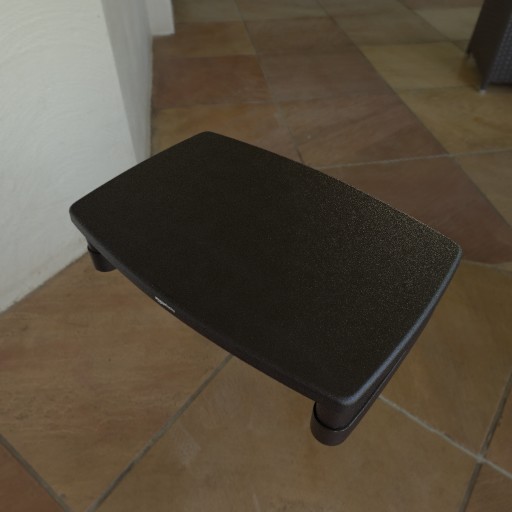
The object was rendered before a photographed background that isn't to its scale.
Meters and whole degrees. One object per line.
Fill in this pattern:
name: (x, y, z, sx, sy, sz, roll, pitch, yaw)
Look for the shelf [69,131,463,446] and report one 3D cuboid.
shelf: (0.000, 0.000, 0.537, 0.410, 0.100, 0.280, 31, 53, 27)
